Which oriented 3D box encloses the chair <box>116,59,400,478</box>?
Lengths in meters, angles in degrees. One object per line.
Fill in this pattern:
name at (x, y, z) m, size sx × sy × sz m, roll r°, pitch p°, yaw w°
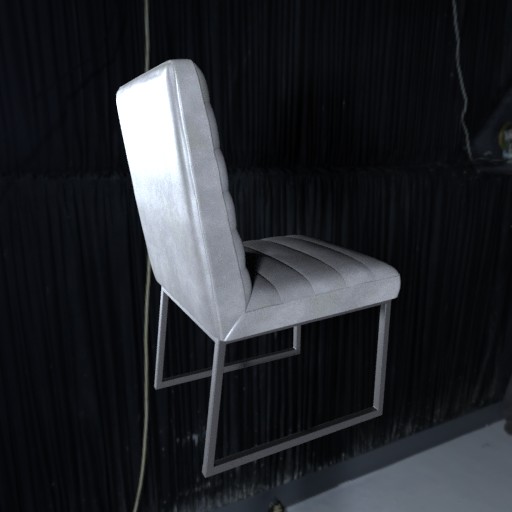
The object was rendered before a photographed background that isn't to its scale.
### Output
chair at (0.000, 0.000, 1.257) m, size 0.634 × 0.930 × 0.520 m, roll -7°, pitch 16°, yaw -27°
